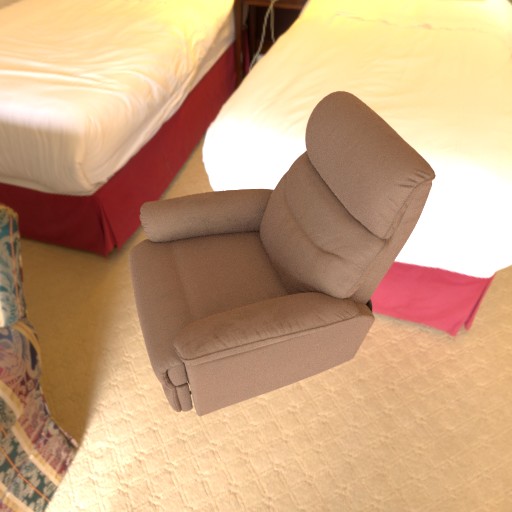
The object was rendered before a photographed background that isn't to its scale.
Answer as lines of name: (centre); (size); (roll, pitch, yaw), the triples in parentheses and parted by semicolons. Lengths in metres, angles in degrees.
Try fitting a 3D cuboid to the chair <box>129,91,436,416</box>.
chair: (0.000, 0.000, 1.776); (1.004, 1.037, 0.820); (-14, 48, -13)
